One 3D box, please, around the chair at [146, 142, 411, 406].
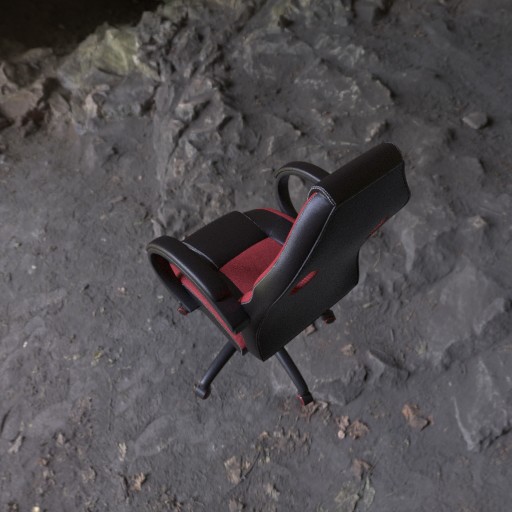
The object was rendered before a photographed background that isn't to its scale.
[{"bbox_3d":[0.000,0.000,1.637,0.750,1.189,0.783,-34,56,-27],"label":"chair"}]
